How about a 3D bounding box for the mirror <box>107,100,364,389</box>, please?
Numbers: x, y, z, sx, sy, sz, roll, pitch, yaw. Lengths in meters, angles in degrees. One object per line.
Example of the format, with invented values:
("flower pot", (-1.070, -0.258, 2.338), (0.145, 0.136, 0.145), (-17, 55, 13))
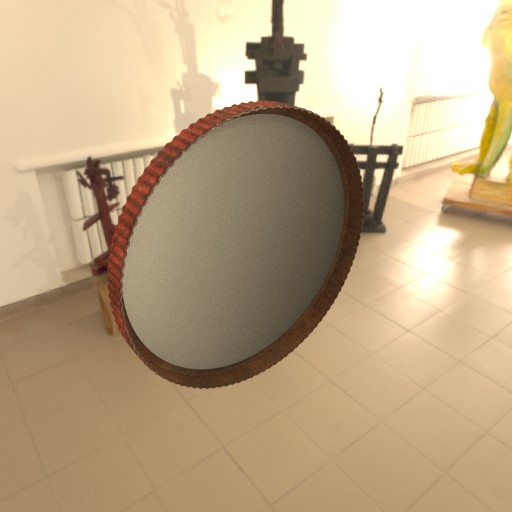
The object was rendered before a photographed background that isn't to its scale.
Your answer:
("mirror", (0.000, 0.000, 0.922), (0.609, 0.609, 0.056), (-20, 35, -32))
